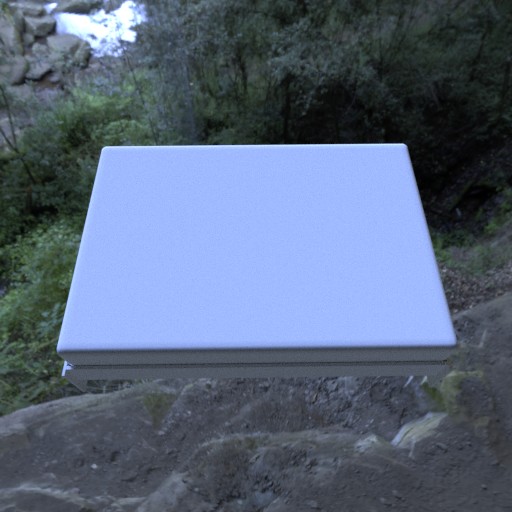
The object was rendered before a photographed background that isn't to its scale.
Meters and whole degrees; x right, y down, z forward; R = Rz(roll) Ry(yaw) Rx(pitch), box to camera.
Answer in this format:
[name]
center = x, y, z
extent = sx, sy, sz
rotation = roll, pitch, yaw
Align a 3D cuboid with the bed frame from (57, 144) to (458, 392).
[bed frame]
center = 0.000, 0.000, 2.636
extent = 1.945, 0.497, 1.445
rotation = -1, 59, 0
